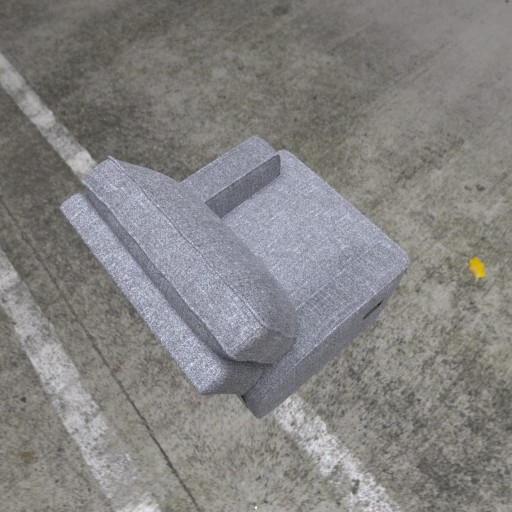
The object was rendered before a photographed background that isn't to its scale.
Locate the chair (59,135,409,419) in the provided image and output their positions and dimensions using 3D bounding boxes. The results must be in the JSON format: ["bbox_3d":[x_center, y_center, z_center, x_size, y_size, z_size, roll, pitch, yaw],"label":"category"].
[{"bbox_3d":[0.000,0.000,1.674,0.964,0.962,0.861,-36,66,-18],"label":"chair"}]
